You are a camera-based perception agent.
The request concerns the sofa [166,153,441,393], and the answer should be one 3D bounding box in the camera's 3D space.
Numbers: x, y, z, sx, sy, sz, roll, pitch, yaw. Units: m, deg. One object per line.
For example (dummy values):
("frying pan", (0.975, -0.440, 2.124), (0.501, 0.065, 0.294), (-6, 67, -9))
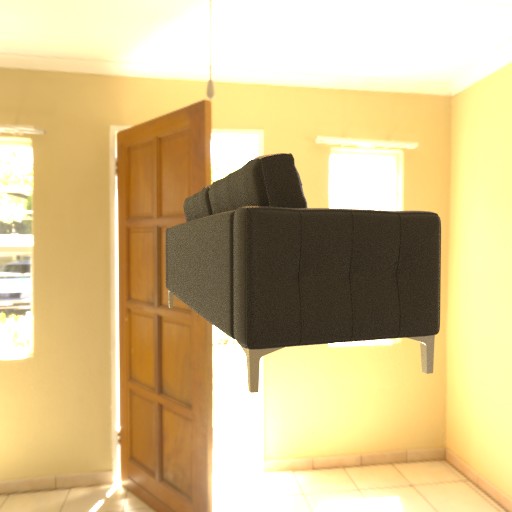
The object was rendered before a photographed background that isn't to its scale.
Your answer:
("sofa", (0.000, 0.000, 2.687), (0.833, 0.893, 2.275), (-1, 2, -18))
